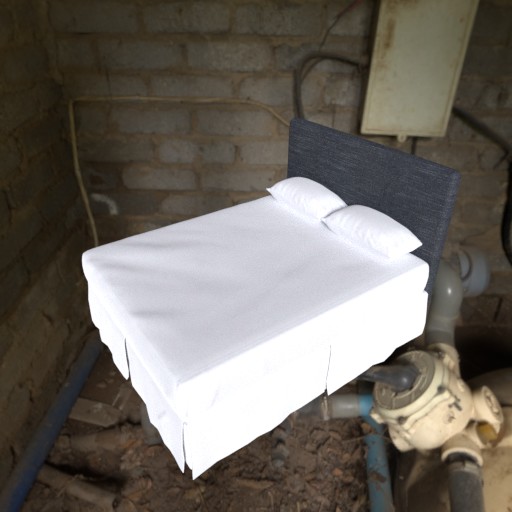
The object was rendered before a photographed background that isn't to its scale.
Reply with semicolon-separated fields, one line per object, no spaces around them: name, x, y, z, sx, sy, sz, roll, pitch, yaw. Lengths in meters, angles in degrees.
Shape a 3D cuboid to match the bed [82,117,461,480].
bed;0.000;0.000;3.182;2.142;1.330;1.723;-20;37;-29
